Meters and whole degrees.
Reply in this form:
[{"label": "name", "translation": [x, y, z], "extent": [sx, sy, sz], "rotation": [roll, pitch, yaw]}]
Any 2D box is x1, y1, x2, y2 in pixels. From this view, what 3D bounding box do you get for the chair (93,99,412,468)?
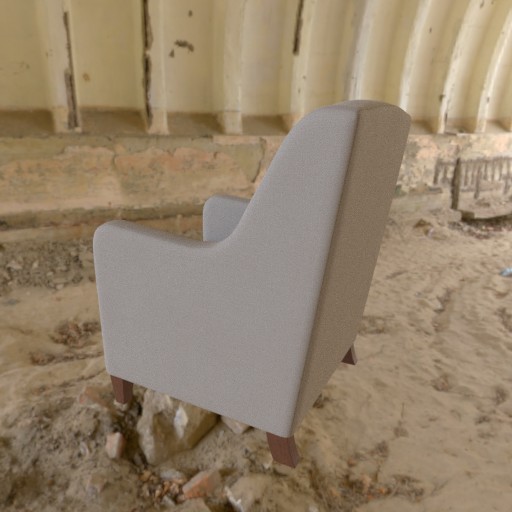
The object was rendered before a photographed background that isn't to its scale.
[{"label": "chair", "translation": [0.000, 0.000, 1.551], "extent": [0.863, 1.010, 0.715], "rotation": [8, 18, 26]}]
